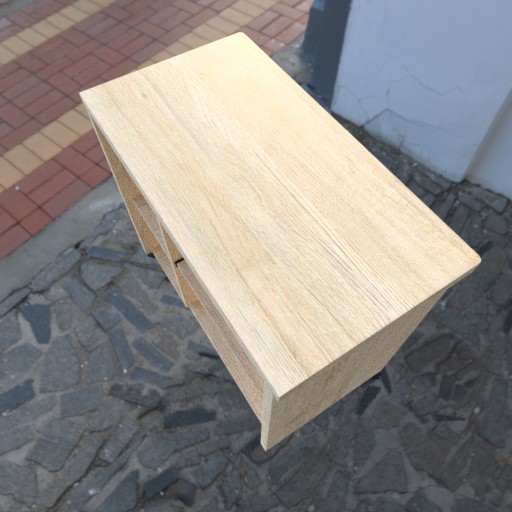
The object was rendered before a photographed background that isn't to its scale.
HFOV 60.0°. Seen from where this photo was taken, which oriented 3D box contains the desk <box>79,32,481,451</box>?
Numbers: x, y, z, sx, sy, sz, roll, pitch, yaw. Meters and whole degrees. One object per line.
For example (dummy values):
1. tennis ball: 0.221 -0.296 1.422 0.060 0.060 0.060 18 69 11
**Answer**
1. desk: 0.000 0.000 1.307 0.480 0.770 0.885 -29 63 -16
